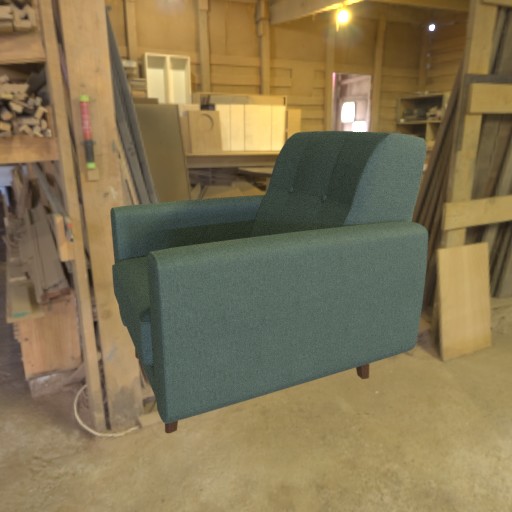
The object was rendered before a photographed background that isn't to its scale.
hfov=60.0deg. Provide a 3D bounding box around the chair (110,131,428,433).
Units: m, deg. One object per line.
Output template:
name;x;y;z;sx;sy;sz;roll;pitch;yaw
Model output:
chair;0.000;0.000;1.546;0.909;0.841;0.831;-7;17;-24
